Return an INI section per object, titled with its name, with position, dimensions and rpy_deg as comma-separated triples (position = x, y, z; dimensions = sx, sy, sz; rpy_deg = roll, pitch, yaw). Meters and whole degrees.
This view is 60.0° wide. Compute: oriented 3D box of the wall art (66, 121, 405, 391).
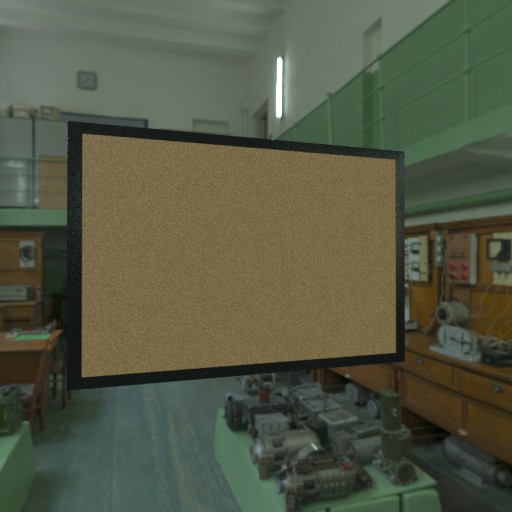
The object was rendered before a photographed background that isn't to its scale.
[wall art]
position = 0.000, 0.000, 1.041
dimensions = 0.819, 0.552, 0.015
rpy_deg = 0, 0, -18
